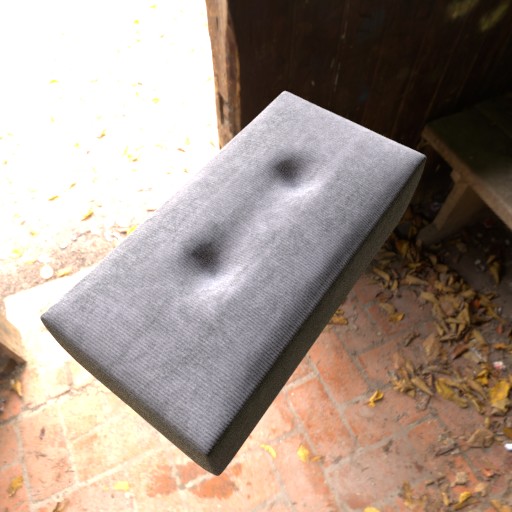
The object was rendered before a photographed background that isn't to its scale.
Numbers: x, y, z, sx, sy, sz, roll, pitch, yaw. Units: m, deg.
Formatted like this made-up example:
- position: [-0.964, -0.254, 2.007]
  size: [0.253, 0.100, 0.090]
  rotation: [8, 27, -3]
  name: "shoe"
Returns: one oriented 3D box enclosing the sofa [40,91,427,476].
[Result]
- position: [0.000, 0.000, 1.148]
  size: [0.480, 0.330, 0.930]
  rotation: [32, 63, 18]
  name: "sofa"
